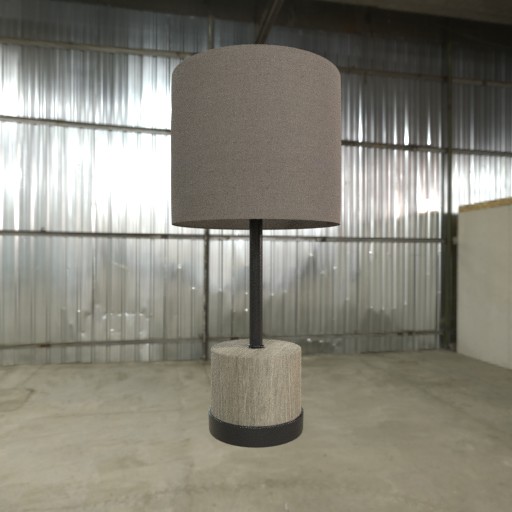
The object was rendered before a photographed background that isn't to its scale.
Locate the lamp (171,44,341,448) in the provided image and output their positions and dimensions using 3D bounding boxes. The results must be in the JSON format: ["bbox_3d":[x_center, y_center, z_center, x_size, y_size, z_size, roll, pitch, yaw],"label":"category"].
[{"bbox_3d":[0.000,0.000,0.605,0.229,0.470,0.229,0,0,17],"label":"lamp"}]
